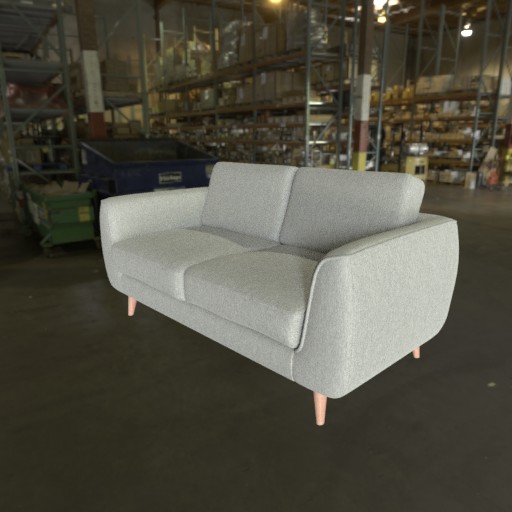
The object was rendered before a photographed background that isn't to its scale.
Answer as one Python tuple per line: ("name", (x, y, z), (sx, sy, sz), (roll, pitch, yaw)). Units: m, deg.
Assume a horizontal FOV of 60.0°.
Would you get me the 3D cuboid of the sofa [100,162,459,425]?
("sofa", (0.000, 0.000, 2.207), (0.920, 0.850, 1.700), (-14, 21, -42))
